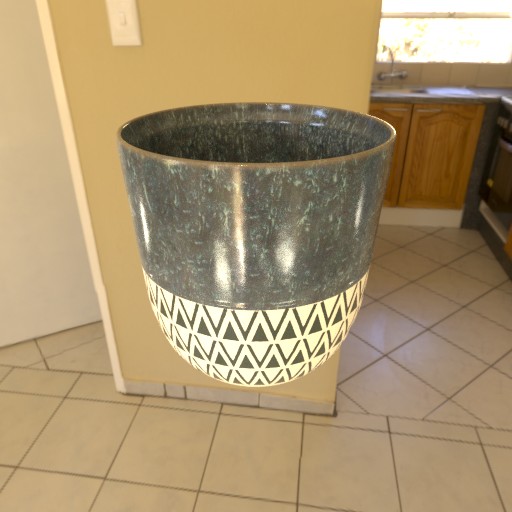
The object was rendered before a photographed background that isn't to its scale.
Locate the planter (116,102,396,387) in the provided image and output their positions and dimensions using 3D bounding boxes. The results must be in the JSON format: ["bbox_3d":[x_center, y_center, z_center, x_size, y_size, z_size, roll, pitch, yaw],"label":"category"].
[{"bbox_3d":[0.000,0.000,0.369,0.195,0.214,0.195,0,28,0],"label":"planter"}]
